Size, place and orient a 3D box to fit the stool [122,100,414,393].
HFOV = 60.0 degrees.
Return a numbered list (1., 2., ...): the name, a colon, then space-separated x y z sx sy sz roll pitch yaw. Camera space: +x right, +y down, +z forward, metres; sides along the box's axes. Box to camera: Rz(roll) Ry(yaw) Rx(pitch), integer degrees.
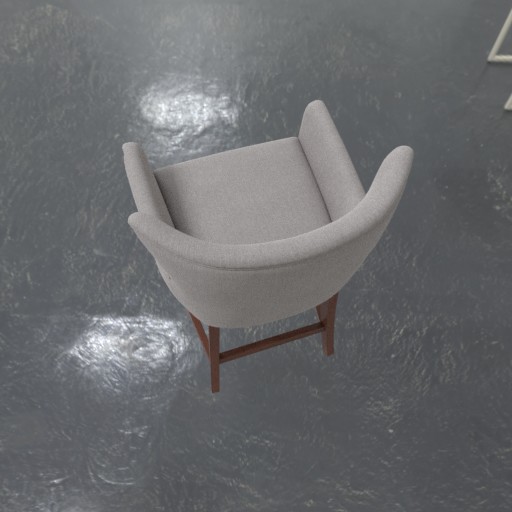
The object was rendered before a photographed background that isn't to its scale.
1. stool: 0.000 0.000 1.290 0.575 0.951 0.575 -16 60 -9
